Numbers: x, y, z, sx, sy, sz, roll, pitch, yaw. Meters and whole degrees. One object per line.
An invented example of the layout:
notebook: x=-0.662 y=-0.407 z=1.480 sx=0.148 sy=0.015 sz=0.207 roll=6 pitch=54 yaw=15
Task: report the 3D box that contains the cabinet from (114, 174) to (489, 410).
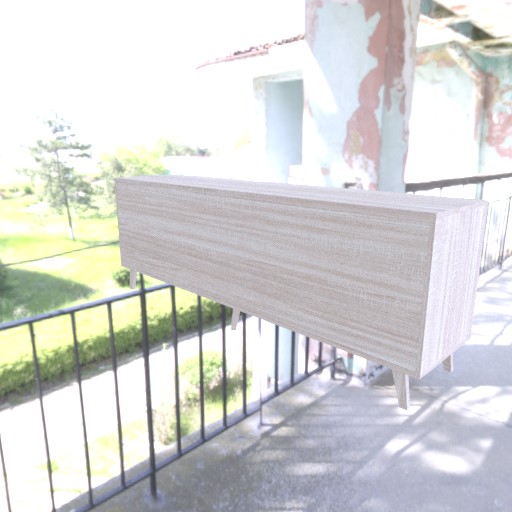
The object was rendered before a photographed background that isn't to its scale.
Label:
cabinet: x=0.000 y=0.000 z=2.496 sx=0.500 sy=0.780 sz=2.200 roll=-14 pitch=20 yaw=-43
